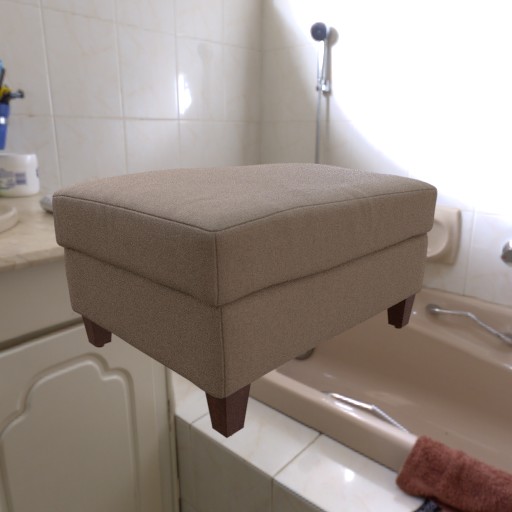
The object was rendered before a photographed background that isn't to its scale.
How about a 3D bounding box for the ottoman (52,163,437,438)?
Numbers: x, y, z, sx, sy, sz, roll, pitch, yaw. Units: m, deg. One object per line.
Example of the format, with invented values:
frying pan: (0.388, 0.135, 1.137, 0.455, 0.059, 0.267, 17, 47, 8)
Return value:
ottoman: (0.000, 0.000, 1.292, 0.692, 0.511, 0.902, 14, 21, 42)
